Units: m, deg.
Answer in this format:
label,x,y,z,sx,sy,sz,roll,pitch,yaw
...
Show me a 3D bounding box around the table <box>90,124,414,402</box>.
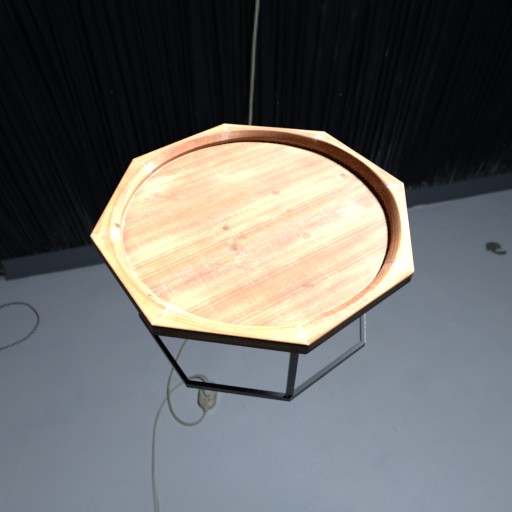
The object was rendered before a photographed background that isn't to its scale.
label,x,y,z,sx,sy,sz,roll,pitch,yaw
table,0.000,0.000,1.539,1.002,0.444,1.002,0,48,0
